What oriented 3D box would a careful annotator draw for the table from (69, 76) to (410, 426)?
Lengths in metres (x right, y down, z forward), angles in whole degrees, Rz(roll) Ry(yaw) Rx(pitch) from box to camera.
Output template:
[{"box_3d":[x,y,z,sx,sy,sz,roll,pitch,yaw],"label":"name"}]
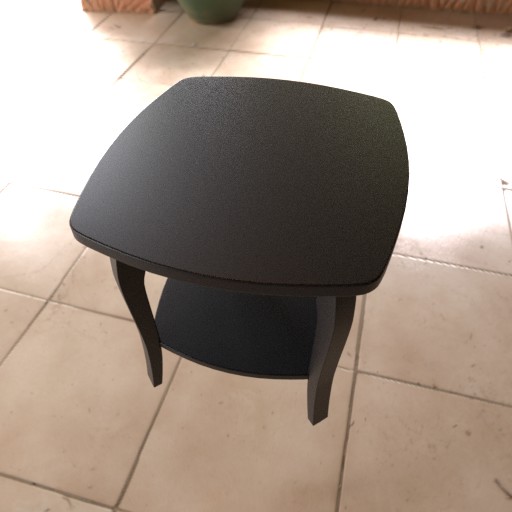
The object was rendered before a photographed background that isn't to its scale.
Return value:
[{"box_3d":[0.000,0.000,0.841,0.457,0.457,0.508,10,48,10],"label":"table"}]
